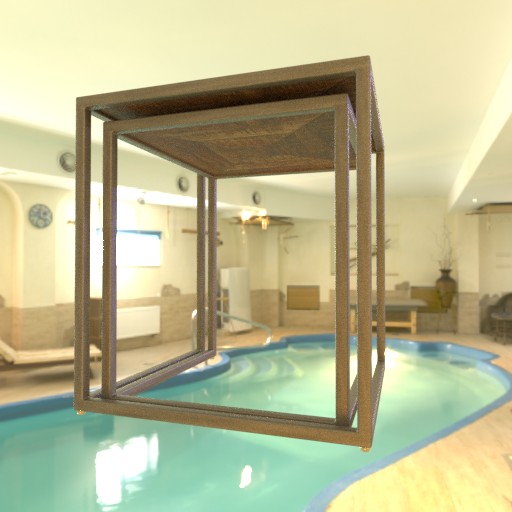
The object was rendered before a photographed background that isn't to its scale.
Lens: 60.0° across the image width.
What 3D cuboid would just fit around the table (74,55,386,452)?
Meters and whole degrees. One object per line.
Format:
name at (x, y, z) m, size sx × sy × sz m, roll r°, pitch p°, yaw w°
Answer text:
table at (0.000, 0.000, 0.834) m, size 0.450 × 0.500 × 0.449 m, roll 0°, pitch -1°, yaw 18°
